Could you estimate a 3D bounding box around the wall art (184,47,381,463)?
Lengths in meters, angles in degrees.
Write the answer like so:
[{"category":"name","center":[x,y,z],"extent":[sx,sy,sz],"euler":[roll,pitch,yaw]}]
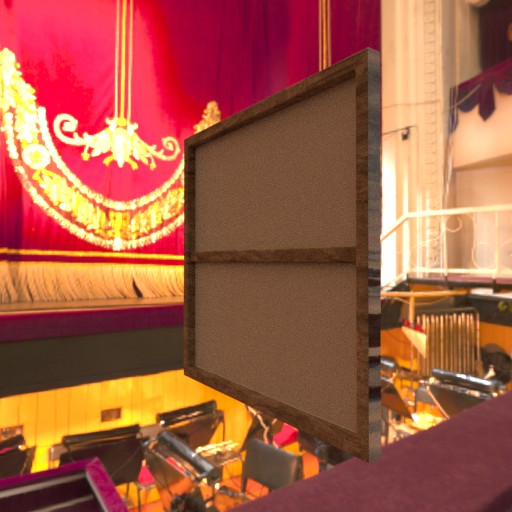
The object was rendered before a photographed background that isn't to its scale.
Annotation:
[{"category":"wall art","center":[0.000,0.000,1.107],"extent":[0.035,0.747,0.747],"euler":[0,-1,-35]}]
